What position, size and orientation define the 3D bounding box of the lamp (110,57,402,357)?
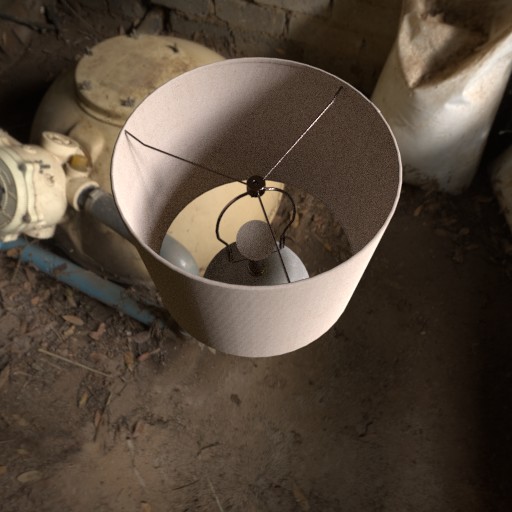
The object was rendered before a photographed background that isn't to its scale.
[{"bbox_3d":[0.000,0.000,0.593,0.269,0.409,0.269,-14,64,-7],"label":"lamp"}]
